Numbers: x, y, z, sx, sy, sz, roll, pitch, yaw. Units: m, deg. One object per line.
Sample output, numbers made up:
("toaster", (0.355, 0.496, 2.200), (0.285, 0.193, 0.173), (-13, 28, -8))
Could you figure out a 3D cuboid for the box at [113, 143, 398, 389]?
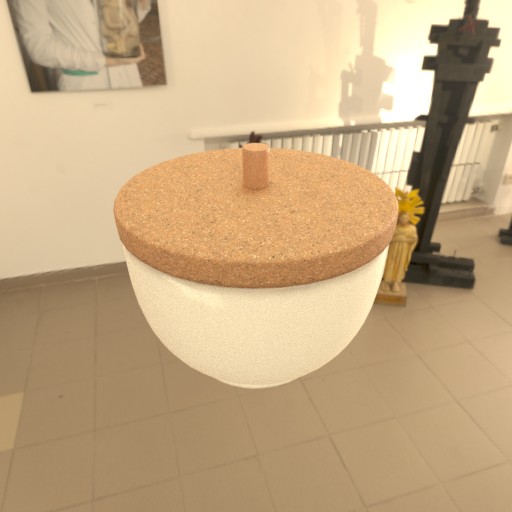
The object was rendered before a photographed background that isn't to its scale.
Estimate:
("box", (0.000, 0.000, 0.187), (0.107, 0.094, 0.107), (0, 31, 0))
